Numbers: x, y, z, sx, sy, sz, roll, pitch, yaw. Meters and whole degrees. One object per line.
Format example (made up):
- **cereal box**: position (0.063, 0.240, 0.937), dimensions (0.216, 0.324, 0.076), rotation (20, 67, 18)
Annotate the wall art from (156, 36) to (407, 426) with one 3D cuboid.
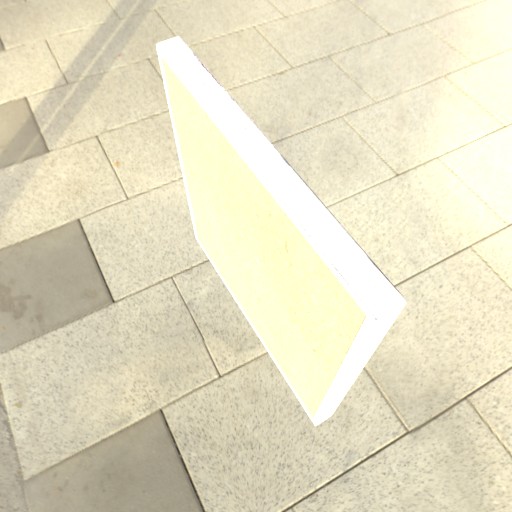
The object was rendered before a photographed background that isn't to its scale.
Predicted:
- **wall art**: position (0.000, 0.000, 0.755), dimensions (0.038, 0.508, 0.508), rotation (-27, 62, -16)
